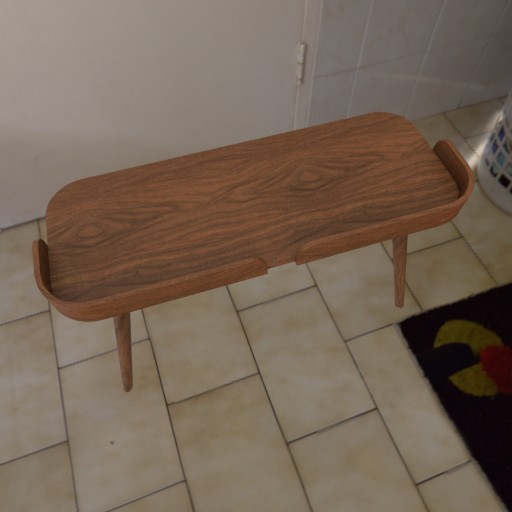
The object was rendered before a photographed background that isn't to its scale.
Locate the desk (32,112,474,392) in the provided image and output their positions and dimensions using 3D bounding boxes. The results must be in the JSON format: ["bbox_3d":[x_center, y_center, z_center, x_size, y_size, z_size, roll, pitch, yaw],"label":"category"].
[{"bbox_3d":[0.000,0.000,1.625,1.256,0.800,0.486,-15,60,-9],"label":"desk"}]
